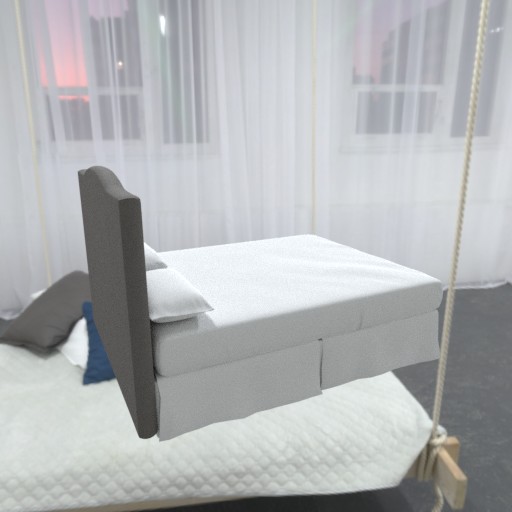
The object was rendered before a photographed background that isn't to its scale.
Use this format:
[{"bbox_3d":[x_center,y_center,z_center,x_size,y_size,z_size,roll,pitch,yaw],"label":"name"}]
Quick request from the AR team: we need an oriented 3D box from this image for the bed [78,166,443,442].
[{"bbox_3d":[0.000,0.000,3.424,2.282,1.436,1.821,-8,18,-26],"label":"bed"}]
